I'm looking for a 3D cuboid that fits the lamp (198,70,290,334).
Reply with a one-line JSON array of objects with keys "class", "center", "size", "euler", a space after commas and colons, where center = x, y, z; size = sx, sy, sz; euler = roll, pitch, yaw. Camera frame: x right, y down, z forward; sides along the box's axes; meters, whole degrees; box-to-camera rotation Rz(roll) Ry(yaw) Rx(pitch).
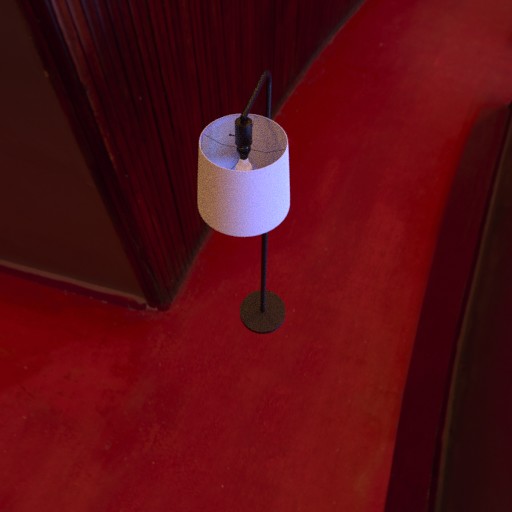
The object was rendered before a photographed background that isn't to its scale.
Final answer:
[{"class": "lamp", "center": [0.000, 0.000, 1.678], "size": [0.254, 1.478, 0.508], "euler": [13, 58, 8]}]
